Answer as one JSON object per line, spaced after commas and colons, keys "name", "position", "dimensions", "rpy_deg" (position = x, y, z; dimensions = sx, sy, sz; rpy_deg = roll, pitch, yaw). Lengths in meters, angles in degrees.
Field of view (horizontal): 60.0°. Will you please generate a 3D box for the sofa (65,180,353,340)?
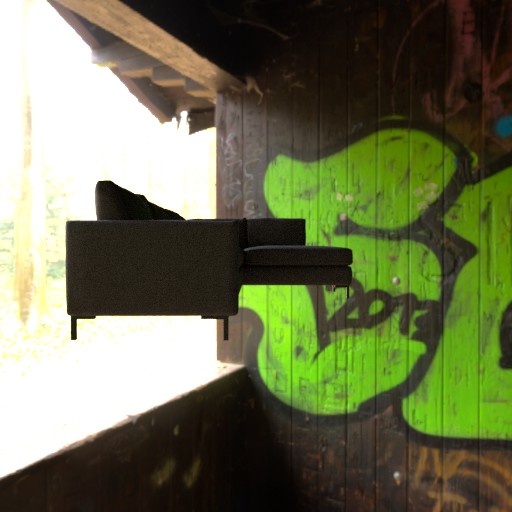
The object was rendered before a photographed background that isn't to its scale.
{"name": "sofa", "position": [0.000, 0.000, 3.749], "dimensions": [1.984, 0.858, 2.972], "rpy_deg": [0, 0, 0]}
